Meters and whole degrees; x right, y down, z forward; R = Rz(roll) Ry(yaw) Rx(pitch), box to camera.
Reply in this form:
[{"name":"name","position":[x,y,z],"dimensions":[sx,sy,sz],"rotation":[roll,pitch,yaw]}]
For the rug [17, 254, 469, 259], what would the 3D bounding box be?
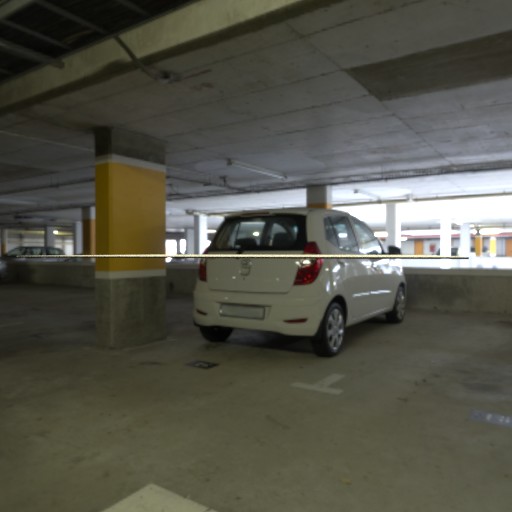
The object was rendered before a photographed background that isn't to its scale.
[{"name":"rug","position":[0.000,0.000,2.846],"dimensions":[2.238,0.008,1.593],"rotation":[0,0,16]}]
